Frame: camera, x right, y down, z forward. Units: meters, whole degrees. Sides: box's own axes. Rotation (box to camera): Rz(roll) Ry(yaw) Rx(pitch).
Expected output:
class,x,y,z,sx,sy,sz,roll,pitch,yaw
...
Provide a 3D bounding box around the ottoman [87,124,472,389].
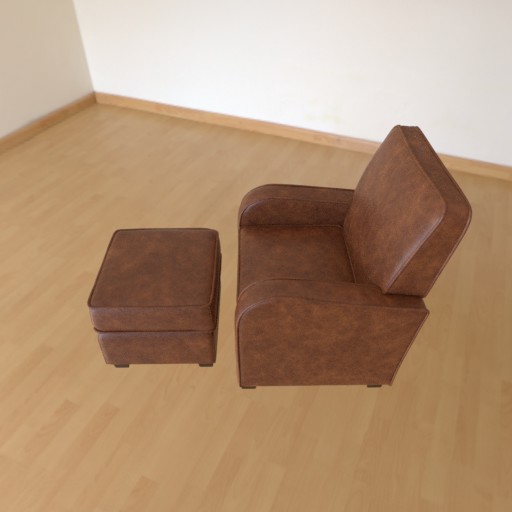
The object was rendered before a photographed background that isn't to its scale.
class,x,y,z,sx,sy,sz,roll,pitch,yaw
ottoman,0.000,0.000,1.832,1.314,0.904,0.732,0,41,-1
